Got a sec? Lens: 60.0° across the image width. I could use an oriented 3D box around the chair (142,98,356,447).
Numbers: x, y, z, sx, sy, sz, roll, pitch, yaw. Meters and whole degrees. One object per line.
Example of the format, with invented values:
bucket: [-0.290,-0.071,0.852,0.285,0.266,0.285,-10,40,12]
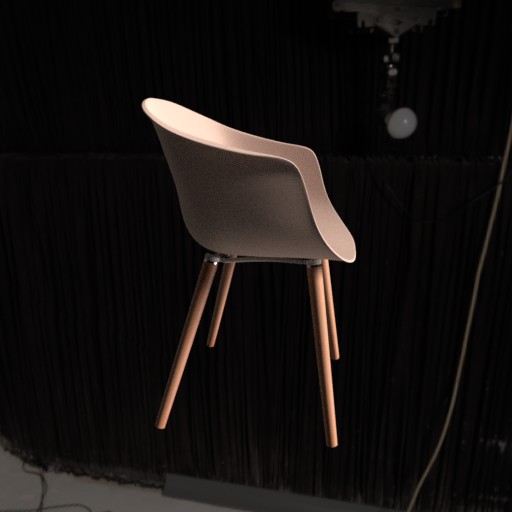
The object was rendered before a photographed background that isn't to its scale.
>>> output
chair: [0.000,0.000,1.158,0.504,0.781,0.593,3,16,10]
